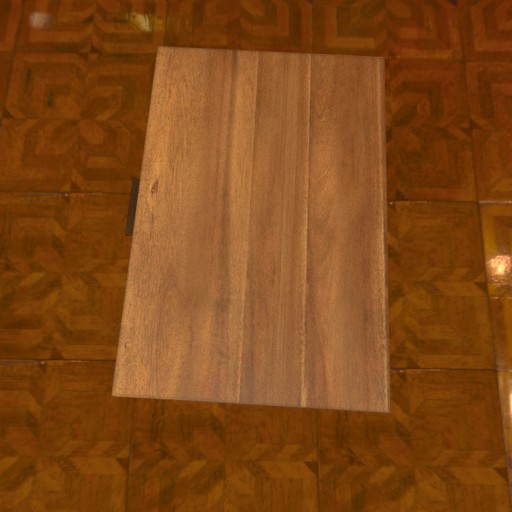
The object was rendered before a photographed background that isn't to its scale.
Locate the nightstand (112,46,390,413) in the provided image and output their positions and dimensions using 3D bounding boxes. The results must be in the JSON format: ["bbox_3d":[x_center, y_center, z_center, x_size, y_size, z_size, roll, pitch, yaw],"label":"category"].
[{"bbox_3d":[0.000,0.000,1.017,0.427,0.611,0.605,3,76,1],"label":"nightstand"}]
